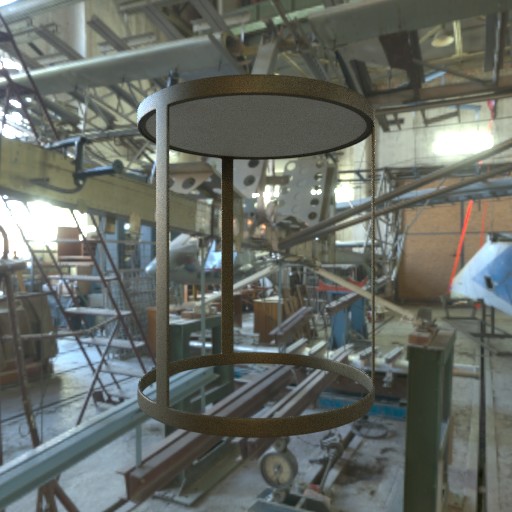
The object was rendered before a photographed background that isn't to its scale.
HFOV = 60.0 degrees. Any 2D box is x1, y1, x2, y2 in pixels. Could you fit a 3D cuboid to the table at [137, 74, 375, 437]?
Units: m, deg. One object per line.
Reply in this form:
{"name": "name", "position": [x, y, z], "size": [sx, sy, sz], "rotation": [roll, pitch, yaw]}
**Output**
{"name": "table", "position": [0.000, 0.000, 0.929], "size": [0.480, 0.565, 0.480], "rotation": [0, 0, 0]}
